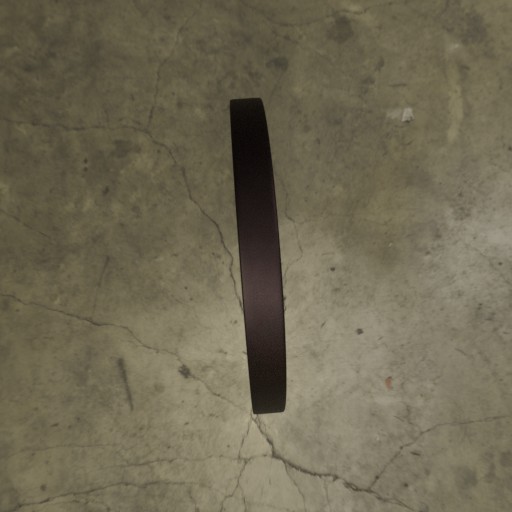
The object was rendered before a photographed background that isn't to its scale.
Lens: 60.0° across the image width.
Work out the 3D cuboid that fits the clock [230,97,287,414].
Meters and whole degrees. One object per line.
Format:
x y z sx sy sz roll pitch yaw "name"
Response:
0.000 0.000 0.467 0.029 0.314 0.314 -4 76 -1 "clock"
